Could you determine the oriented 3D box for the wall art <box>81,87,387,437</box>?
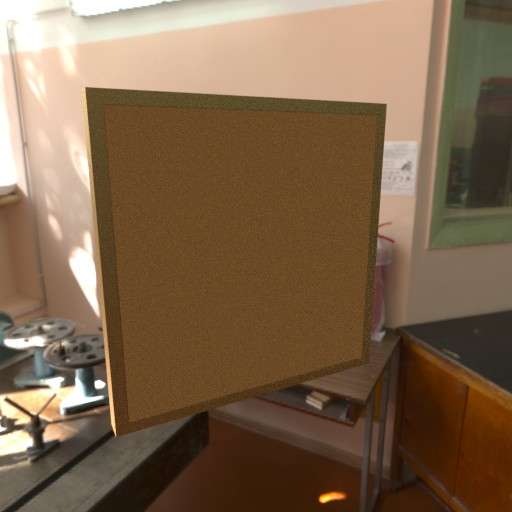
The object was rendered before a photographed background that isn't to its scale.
[{"bbox_3d":[0.000,0.000,1.903,1.284,1.284,0.095,-7,16,-27],"label":"wall art"}]
